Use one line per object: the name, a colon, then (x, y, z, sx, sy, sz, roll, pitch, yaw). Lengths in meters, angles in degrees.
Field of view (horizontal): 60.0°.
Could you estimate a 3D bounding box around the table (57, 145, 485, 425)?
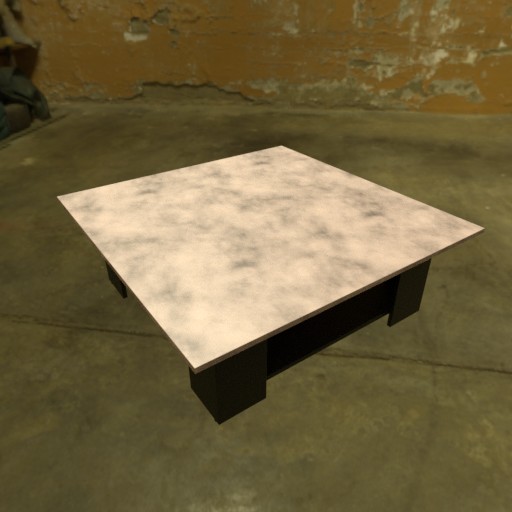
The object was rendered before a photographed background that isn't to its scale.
table: (0.000, 0.000, 1.369, 0.890, 0.305, 0.890, -20, 37, -30)
